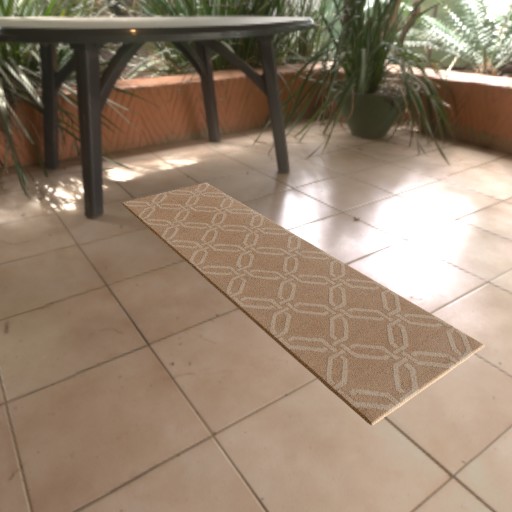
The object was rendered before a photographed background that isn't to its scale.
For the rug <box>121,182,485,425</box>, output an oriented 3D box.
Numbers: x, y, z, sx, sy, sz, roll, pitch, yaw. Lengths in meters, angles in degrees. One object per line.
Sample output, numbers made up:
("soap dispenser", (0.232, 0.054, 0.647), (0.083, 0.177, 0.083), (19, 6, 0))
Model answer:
("rug", (0.000, 0.000, 2.442), (0.678, 0.014, 2.276), (-20, 35, -30))
